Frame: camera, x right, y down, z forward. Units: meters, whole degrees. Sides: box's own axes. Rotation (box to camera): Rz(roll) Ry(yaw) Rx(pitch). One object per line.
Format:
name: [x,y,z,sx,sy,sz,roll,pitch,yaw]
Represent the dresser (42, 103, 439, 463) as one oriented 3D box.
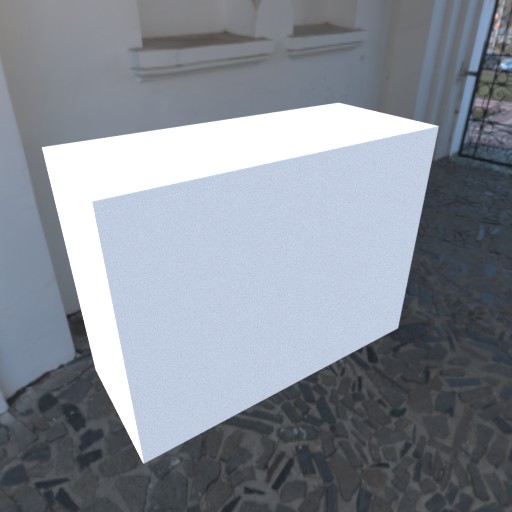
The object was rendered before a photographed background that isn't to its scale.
dresser: [0.000,0.000,1.517,1.100,0.820,0.460,-19,35,-29]
